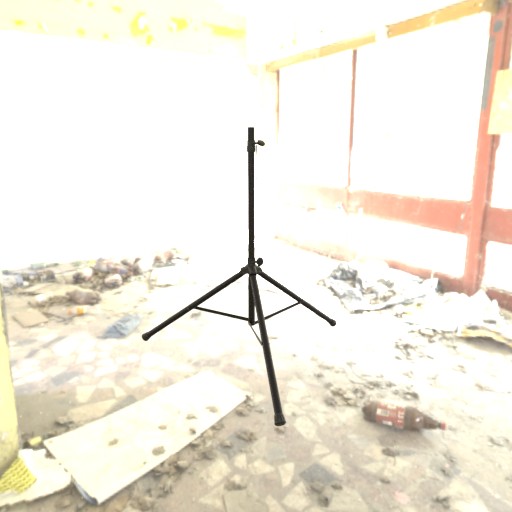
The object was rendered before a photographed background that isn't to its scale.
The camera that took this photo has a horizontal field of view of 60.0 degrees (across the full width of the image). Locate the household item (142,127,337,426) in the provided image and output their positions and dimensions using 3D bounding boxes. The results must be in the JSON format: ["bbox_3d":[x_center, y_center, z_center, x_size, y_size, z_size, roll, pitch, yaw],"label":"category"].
[{"bbox_3d":[0.000,0.000,2.821,1.596,1.595,1.339,-2,14,-9],"label":"household item"}]
